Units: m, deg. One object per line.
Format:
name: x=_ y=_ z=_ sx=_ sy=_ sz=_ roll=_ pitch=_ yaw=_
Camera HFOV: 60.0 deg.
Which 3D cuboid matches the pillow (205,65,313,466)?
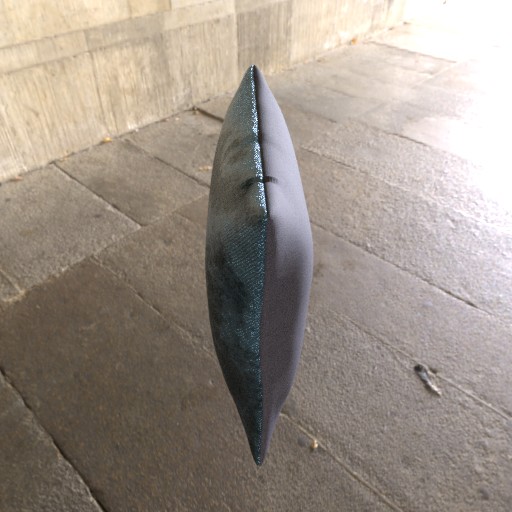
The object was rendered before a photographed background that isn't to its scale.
pillow: x=0.000 y=0.000 z=0.658 sx=0.138 sy=0.430 sz=0.436 roll=-1 pitch=40 yaw=-1
